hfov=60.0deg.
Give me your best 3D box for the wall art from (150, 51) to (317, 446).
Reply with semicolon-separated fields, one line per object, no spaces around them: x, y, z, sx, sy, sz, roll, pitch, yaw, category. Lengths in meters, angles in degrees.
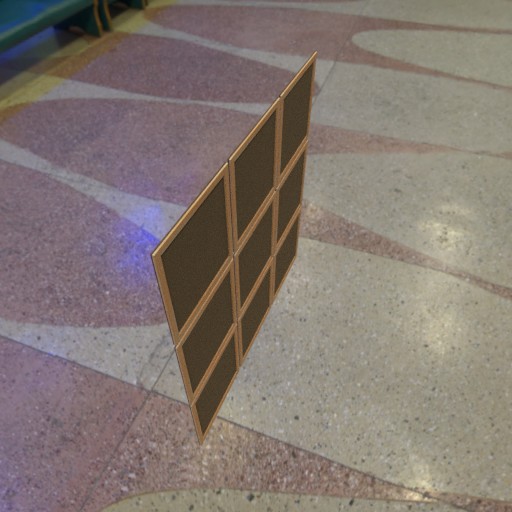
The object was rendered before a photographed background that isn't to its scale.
0.000;0.000;2.318;0.013;1.525;1.520;18;50;16;wall art
